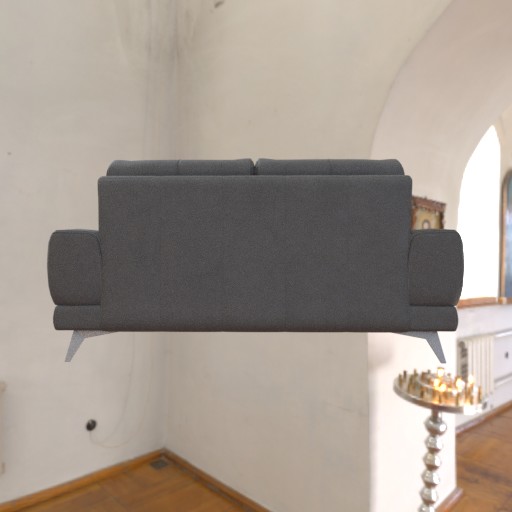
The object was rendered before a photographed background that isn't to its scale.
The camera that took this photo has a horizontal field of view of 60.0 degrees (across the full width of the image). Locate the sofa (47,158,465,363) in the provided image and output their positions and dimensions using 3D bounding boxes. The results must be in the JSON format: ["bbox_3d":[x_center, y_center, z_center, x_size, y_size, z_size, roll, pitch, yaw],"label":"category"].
[{"bbox_3d":[0.000,0.000,2.362,1.806,0.907,1.018,0,0,1],"label":"sofa"}]
